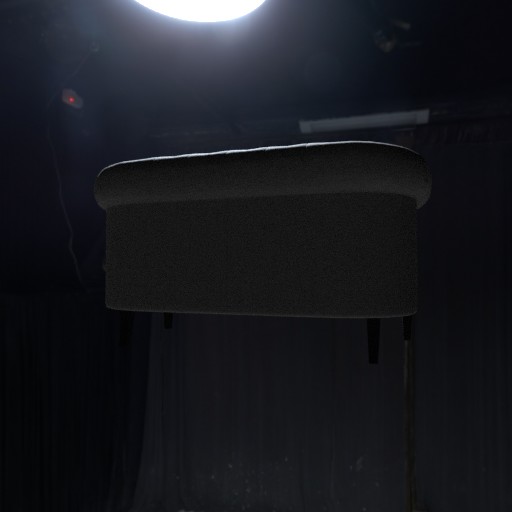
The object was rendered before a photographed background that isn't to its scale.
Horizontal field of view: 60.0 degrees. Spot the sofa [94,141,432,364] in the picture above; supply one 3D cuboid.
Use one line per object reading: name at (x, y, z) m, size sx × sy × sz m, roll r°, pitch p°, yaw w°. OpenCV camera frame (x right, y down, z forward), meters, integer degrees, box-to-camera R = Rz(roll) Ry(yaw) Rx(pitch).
sofa at (0.000, 0.000, 2.083) m, size 1.558 × 0.827 × 0.835 m, roll -1°, pitch -2°, yaw 19°
